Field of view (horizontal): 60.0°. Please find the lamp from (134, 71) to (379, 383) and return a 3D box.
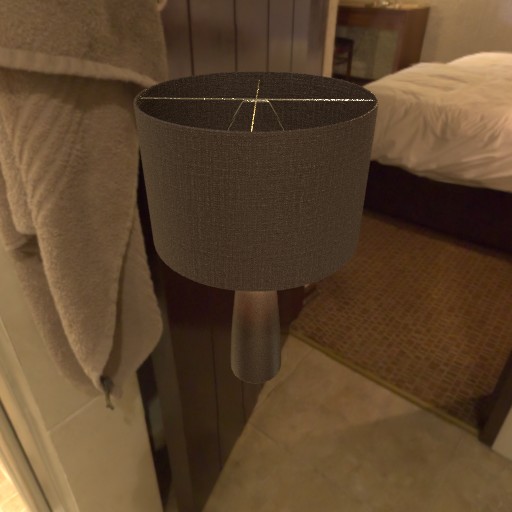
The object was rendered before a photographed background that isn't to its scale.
[{"bbox_3d":[0.000,0.000,0.695,0.303,0.488,0.303,0,33,0],"label":"lamp"}]
